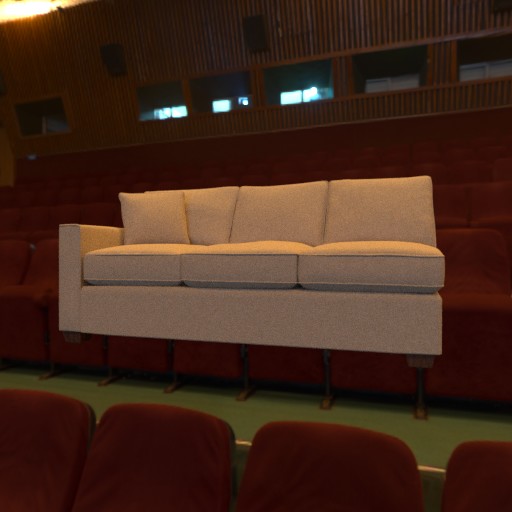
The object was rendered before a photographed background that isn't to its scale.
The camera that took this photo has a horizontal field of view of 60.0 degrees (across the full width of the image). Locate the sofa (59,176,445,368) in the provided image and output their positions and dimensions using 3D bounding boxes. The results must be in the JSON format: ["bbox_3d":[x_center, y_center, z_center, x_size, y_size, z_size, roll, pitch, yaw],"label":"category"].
[{"bbox_3d":[0.000,0.000,2.569,1.962,0.946,1.034,0,0,18],"label":"sofa"}]
